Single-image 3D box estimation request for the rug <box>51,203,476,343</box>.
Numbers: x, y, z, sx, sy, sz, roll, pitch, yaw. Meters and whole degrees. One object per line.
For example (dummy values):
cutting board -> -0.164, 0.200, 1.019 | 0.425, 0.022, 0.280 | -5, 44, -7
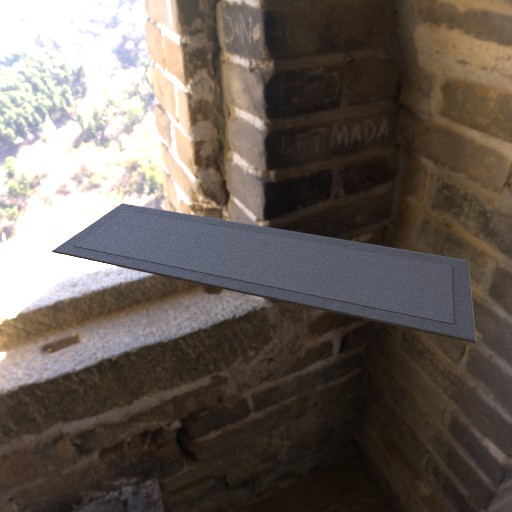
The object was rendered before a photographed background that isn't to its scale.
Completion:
rug -> 0.000, 0.000, 2.699 | 2.430, 0.012, 0.759 | 11, 33, 17
